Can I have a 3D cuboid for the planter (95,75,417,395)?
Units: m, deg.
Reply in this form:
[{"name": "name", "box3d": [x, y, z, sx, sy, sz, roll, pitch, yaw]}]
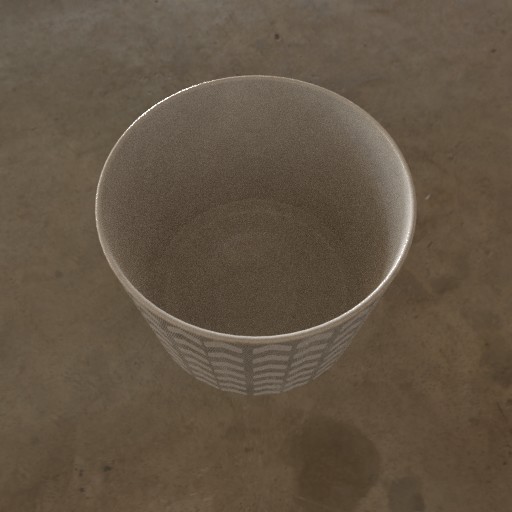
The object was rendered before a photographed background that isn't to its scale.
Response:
[{"name": "planter", "box3d": [0.000, 0.000, 0.345, 0.190, 0.181, 0.190, 0, 63, 0]}]
